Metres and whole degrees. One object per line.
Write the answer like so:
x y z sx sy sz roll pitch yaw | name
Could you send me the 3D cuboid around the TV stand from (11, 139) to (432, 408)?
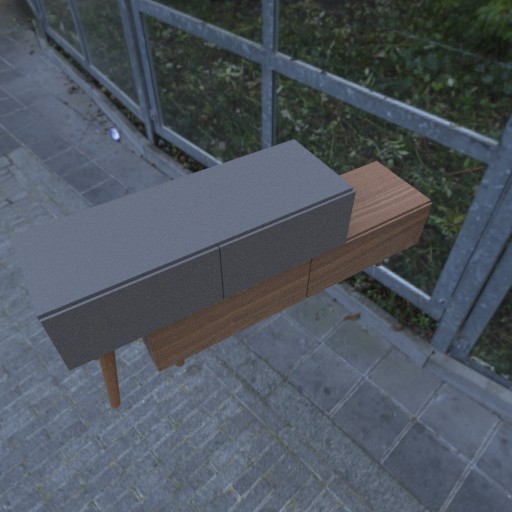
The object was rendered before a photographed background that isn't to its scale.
0.000 0.000 1.540 1.336 0.591 0.329 -24 51 -21 | TV stand
